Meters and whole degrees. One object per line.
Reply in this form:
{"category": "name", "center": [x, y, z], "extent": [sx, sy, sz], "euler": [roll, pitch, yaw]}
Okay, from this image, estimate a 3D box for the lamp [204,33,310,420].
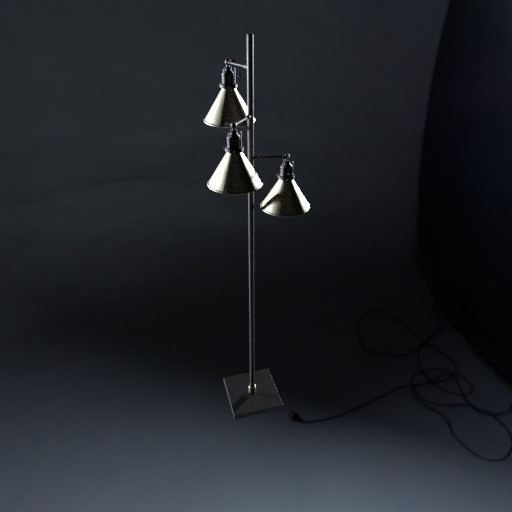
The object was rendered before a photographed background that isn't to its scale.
{"category": "lamp", "center": [0.000, 0.000, 1.897], "extent": [0.415, 1.716, 0.428], "euler": [-9, 34, -13]}
